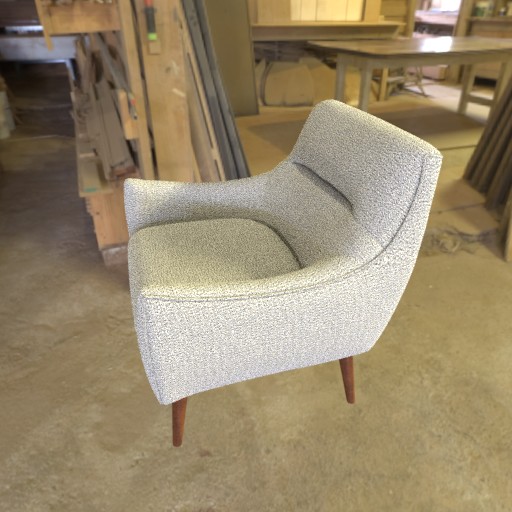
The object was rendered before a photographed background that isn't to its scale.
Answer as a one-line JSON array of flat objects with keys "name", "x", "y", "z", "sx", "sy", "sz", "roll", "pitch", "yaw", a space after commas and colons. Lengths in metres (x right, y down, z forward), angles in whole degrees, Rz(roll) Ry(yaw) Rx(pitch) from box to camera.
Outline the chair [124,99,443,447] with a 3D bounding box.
[{"name": "chair", "x": 0.000, "y": 0.000, "z": 1.408, "sx": 0.787, "sy": 0.838, "sz": 0.762, "roll": -8, "pitch": 32, "yaw": -14}]
